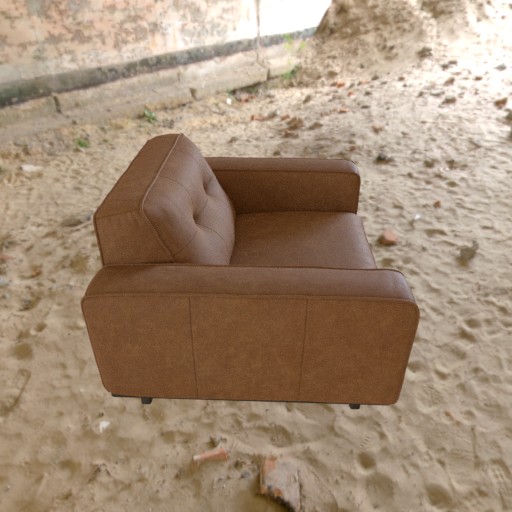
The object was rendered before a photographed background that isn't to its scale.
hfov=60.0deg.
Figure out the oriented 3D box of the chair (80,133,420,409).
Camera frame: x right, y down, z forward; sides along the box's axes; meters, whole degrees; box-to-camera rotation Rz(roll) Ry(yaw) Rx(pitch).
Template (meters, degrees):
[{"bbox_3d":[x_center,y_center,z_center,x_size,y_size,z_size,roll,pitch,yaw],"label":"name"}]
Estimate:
[{"bbox_3d":[0.000,0.000,1.742,0.952,0.782,1.118,1,33,1],"label":"chair"}]
